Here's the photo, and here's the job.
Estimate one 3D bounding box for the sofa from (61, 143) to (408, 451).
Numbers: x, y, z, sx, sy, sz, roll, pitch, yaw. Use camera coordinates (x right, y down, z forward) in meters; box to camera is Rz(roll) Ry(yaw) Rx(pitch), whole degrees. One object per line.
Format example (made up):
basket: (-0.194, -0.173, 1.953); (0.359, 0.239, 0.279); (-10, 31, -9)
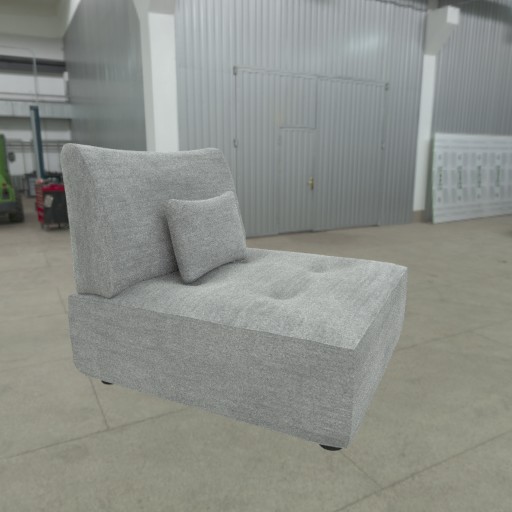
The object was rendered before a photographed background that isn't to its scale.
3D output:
sofa: (0.000, 0.000, 1.684); (1.000, 0.820, 0.930); (6, 14, 26)
